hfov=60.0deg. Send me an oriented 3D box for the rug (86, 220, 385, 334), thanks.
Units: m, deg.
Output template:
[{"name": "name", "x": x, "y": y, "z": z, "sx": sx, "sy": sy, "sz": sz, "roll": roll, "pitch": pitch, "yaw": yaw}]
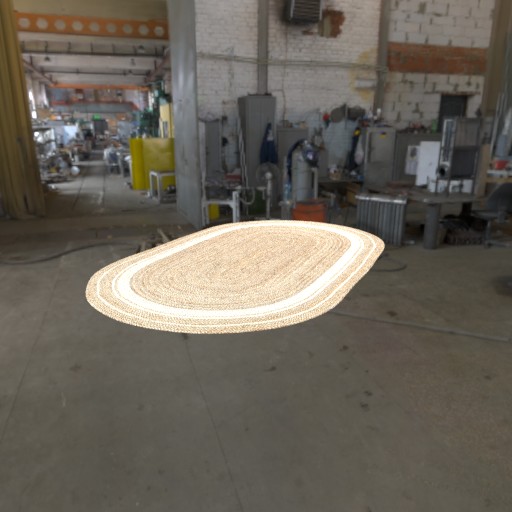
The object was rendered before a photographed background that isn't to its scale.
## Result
[{"name": "rug", "x": 0.000, "y": 0.000, "z": 3.029, "sx": 1.520, "sy": 0.006, "sz": 2.432, "roll": 8, "pitch": 18, "yaw": 26}]
